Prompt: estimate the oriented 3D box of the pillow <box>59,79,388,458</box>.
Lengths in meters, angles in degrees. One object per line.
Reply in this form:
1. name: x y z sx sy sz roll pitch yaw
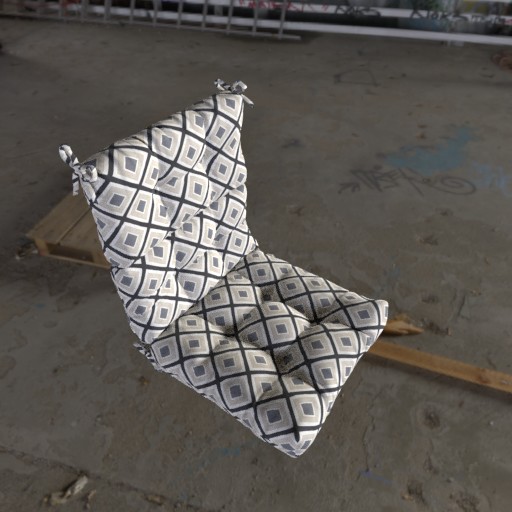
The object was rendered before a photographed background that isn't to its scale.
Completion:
1. pillow: 0.000 0.000 1.027 0.571 0.605 0.519 25 47 26
